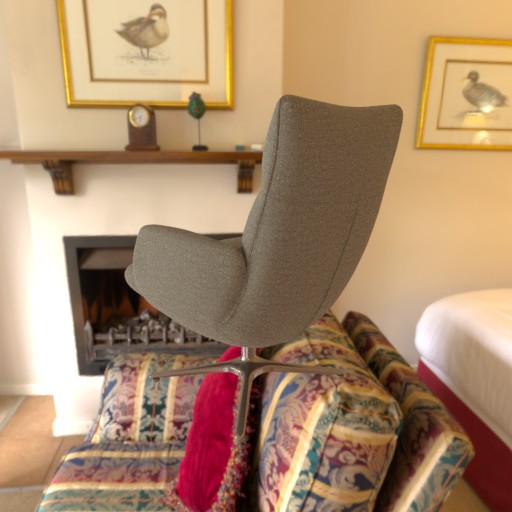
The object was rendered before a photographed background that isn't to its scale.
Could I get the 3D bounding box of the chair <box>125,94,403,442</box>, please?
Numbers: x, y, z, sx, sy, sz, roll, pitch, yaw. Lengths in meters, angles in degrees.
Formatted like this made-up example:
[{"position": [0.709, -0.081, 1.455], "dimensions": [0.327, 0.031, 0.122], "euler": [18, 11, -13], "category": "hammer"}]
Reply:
[{"position": [0.000, 0.000, 1.535], "dimensions": [0.702, 0.984, 0.831], "euler": [-14, 21, -42], "category": "chair"}]
